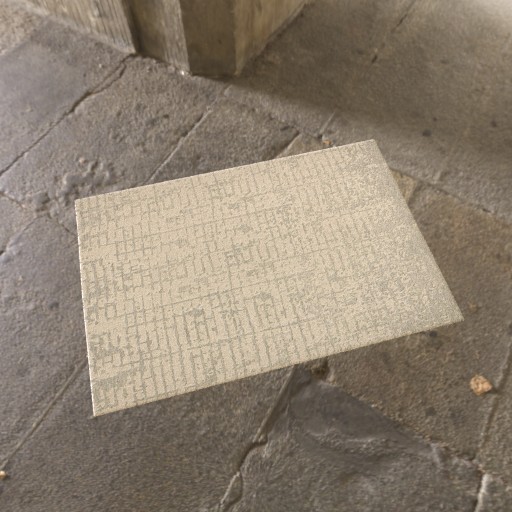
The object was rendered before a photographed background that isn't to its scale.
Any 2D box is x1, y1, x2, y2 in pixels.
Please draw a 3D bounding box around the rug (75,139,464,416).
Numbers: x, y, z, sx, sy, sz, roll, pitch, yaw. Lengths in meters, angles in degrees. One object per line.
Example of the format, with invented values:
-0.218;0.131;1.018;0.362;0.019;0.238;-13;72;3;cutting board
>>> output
0.000;0.000;2.364;1.827;0.007;1.211;-13;63;-7;rug
